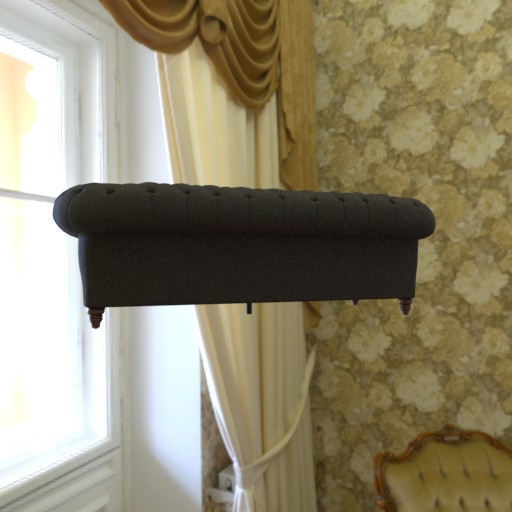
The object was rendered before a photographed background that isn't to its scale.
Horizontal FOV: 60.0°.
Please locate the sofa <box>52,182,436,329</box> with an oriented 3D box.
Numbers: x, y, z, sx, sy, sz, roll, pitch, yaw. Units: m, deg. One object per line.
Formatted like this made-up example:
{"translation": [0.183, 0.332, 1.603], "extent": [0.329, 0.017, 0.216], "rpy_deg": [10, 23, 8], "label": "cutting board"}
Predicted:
{"translation": [0.000, 0.000, 2.783], "extent": [2.362, 0.762, 0.991], "rpy_deg": [0, -1, -17], "label": "sofa"}
